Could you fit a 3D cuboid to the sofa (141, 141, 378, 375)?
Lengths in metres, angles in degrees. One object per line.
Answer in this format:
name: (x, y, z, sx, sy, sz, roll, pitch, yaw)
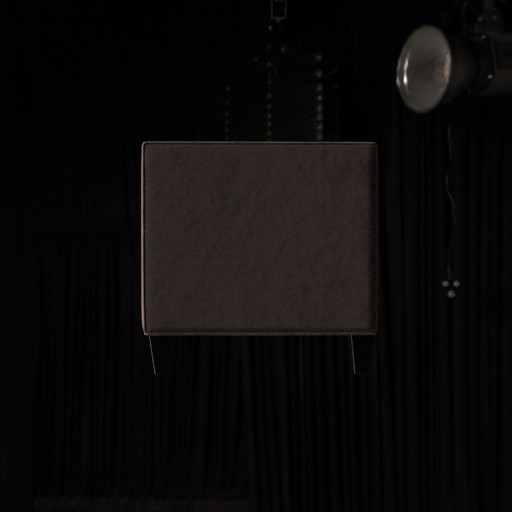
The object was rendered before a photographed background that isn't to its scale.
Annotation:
sofa: (0.000, 0.000, 2.505, 0.775, 0.762, 2.159, 0, 0, -1)
